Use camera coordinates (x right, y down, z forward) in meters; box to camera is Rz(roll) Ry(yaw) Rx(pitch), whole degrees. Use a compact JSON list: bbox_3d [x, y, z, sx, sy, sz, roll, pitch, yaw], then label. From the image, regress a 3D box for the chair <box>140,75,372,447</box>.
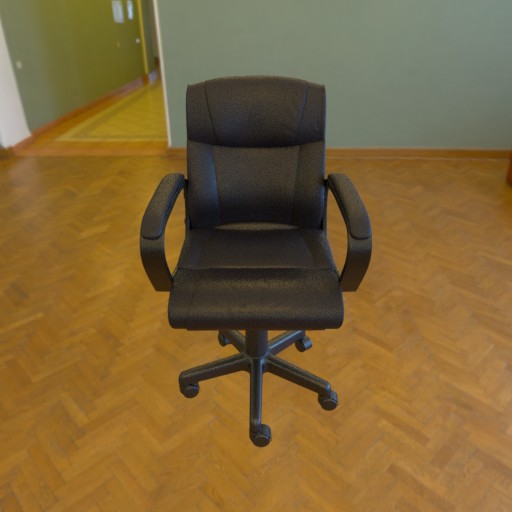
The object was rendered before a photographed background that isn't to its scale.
[{"bbox_3d":[0.000,0.000,1.402,0.576,0.998,0.641,0,29,0],"label":"chair"}]
